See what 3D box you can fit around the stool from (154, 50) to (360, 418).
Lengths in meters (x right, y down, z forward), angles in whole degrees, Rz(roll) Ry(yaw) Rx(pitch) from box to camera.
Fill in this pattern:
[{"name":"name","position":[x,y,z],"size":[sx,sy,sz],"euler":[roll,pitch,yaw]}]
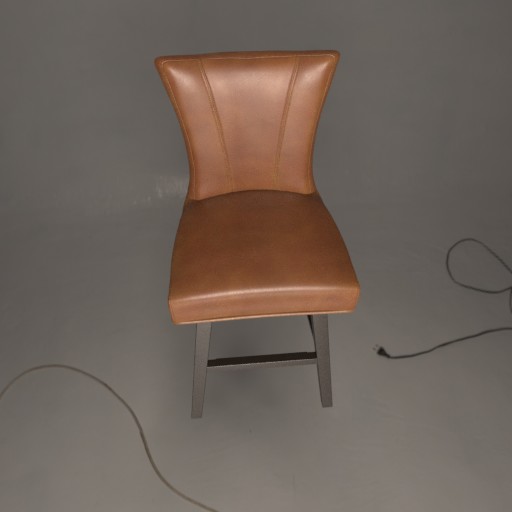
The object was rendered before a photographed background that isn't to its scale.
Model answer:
[{"name":"stool","position":[0.000,0.000,1.429],"size":[0.522,1.094,0.585],"euler":[-4,47,-3]}]
